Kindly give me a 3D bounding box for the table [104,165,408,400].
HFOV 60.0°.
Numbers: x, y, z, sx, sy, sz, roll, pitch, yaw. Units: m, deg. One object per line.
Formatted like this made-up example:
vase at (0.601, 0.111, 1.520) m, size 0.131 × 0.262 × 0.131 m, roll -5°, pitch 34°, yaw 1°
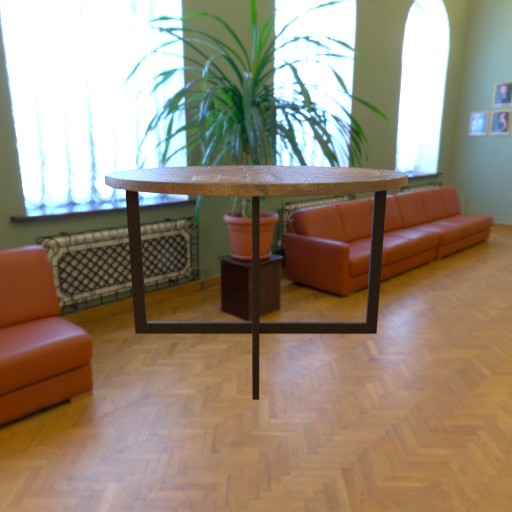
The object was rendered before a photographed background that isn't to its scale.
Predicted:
table at (0.000, 0.000, 2.035) m, size 1.264 × 0.762 × 1.264 m, roll 0°, pitch 14°, yaw 0°
